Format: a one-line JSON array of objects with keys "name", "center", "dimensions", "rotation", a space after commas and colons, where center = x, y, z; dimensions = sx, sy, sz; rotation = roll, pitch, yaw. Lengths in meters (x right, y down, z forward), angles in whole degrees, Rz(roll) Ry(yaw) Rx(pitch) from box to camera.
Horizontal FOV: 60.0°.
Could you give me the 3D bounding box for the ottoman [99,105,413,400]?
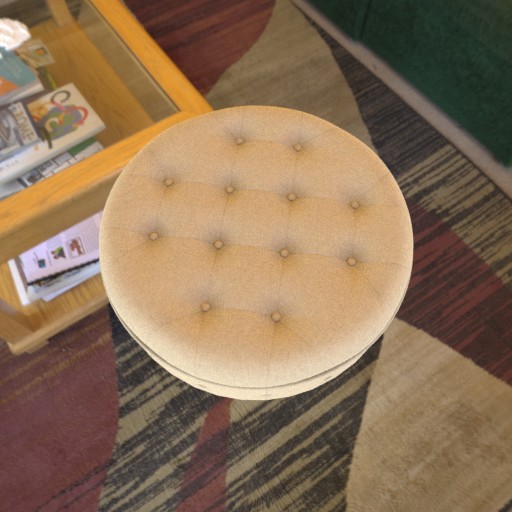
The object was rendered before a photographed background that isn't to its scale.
[{"name": "ottoman", "center": [0.000, 0.000, 1.359], "dimensions": [0.849, 0.478, 0.849], "rotation": [0, 64, 0]}]
